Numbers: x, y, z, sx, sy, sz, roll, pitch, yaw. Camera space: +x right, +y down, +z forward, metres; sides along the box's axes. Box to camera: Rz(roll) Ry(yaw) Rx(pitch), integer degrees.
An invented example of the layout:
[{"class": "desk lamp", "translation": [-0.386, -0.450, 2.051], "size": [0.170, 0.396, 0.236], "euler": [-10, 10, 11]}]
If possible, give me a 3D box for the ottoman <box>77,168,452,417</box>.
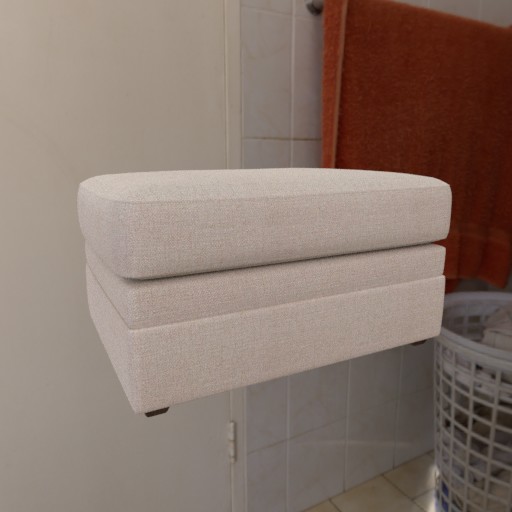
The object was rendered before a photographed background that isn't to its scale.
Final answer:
[{"class": "ottoman", "translation": [0.000, 0.000, 1.254], "size": [0.885, 0.478, 0.637], "euler": [-7, 14, -27]}]
